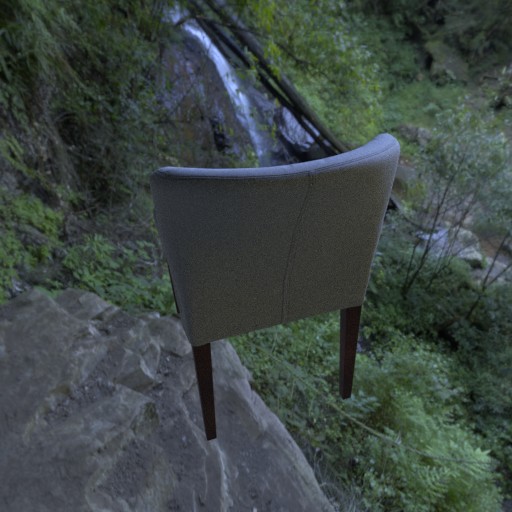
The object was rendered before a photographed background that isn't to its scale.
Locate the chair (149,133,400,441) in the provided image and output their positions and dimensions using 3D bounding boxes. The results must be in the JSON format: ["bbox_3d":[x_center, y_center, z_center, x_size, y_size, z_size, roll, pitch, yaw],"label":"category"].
[{"bbox_3d":[0.000,0.000,1.183,0.491,0.839,0.592,-12,42,-13],"label":"chair"}]
